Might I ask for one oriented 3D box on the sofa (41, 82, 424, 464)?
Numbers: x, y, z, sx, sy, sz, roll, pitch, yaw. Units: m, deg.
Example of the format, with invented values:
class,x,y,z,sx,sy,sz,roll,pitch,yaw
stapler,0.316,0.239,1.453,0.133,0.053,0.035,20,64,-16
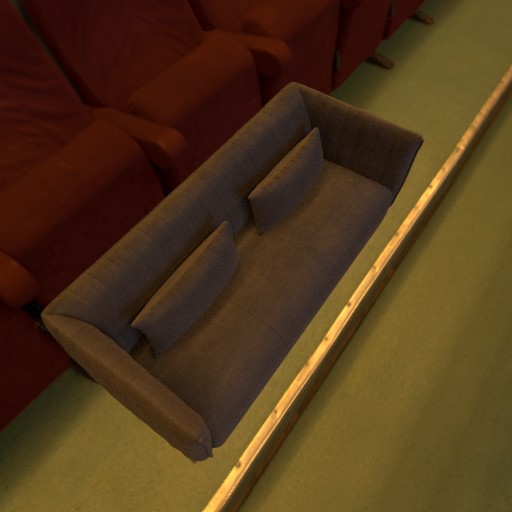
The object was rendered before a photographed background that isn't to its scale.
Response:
class,x,y,z,sx,sy,sz,roll,pitch,yaw
sofa,0.000,0.000,2.407,0.876,0.780,1.980,31,62,19
